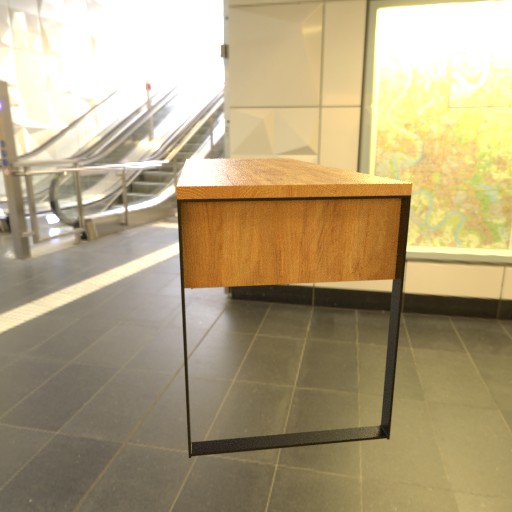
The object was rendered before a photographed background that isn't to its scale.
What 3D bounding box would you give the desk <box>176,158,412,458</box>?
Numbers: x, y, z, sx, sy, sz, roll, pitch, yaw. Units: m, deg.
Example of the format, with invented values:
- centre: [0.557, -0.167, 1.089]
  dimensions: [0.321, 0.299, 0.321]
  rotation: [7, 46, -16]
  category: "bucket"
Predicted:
- centre: [0.000, 0.000, 1.918]
  dimensions: [0.600, 0.760, 1.520]
  rotation: [-2, 15, -7]
  category: "desk"
